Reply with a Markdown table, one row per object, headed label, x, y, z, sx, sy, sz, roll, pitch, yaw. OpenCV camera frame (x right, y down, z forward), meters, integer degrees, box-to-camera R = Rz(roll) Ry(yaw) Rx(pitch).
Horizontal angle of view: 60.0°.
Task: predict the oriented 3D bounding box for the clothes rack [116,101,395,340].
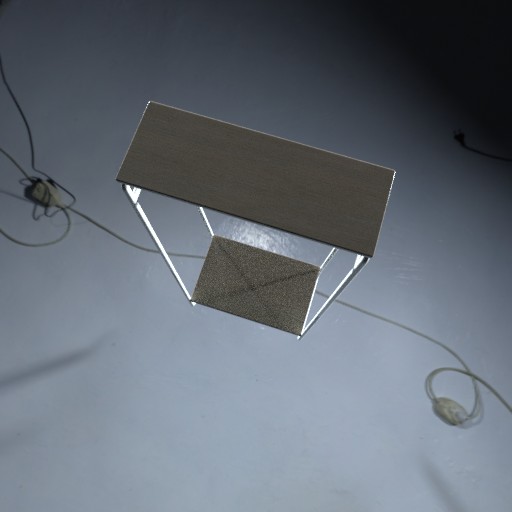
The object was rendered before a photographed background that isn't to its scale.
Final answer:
| label | x | y | z | sx | sy | sz | roll | pitch | yaw |
| --- | --- | --- | --- | --- | --- | --- | --- | --- | --- |
| clothes rack | 0.000 | 0.000 | 1.799 | 0.640 | 1.512 | 0.400 | 17 | 76 | 5 |
